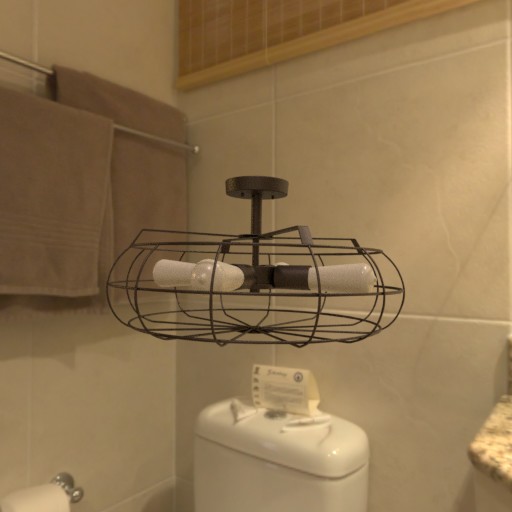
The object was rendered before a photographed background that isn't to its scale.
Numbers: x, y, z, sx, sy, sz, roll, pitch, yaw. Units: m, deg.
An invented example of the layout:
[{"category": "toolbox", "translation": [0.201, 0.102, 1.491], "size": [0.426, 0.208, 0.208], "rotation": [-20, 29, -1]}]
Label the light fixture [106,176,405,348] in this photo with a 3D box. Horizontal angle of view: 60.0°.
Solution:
[{"category": "light fixture", "translation": [0.000, 0.000, 0.921], "size": [0.582, 0.311, 0.582], "rotation": [0, -1, 0]}]
